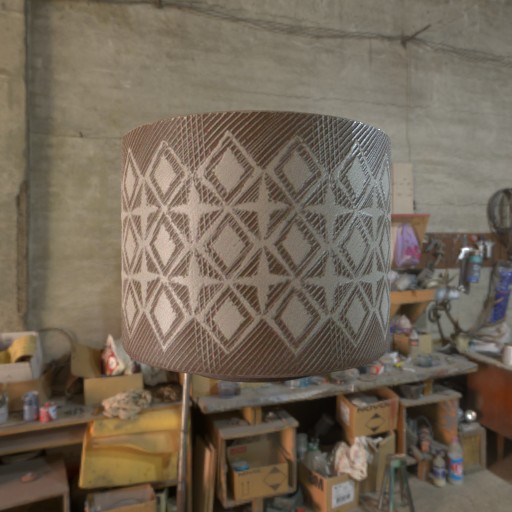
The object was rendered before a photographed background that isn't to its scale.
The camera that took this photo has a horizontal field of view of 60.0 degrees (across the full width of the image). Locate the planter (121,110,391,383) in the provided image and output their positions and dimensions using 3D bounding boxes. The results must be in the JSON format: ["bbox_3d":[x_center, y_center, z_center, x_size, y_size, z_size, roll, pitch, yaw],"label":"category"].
[{"bbox_3d":[0.000,0.000,0.218,0.126,0.104,0.126,0,1,0],"label":"planter"}]
